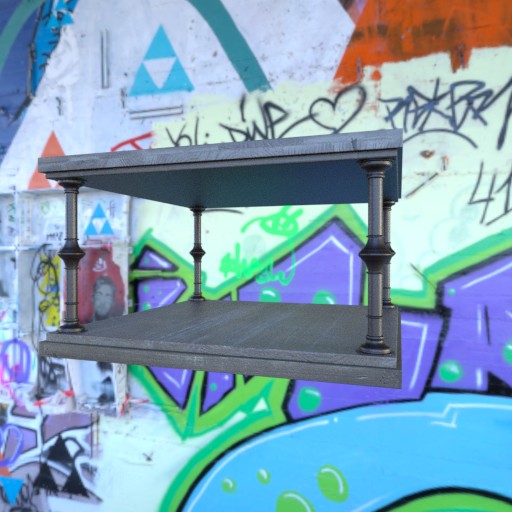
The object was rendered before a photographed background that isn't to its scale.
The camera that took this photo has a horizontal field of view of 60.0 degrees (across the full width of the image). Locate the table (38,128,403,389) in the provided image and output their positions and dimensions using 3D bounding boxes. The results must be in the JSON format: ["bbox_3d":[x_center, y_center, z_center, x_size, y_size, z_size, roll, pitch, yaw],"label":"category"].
[{"bbox_3d":[0.000,0.000,1.116,0.696,0.400,0.696,0,1,18],"label":"table"}]
